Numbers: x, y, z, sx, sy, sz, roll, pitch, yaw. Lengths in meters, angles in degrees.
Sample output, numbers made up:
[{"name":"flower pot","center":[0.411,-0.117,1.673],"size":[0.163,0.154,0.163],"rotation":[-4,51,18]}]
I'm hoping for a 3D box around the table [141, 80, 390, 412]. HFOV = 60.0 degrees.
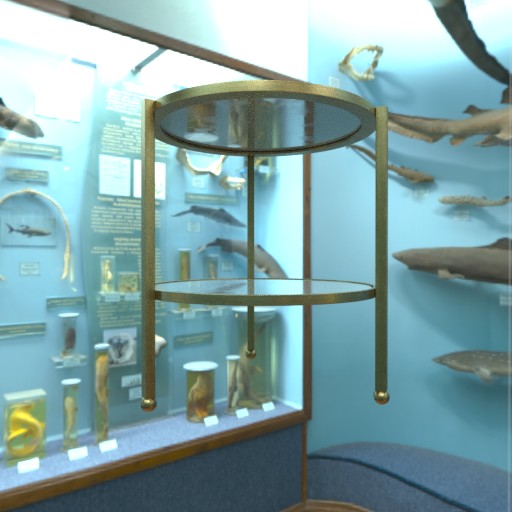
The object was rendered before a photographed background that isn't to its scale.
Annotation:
[{"name":"table","center":[0.000,0.000,0.450],"size":[0.243,0.269,0.231],"rotation":[0,1,-35]}]
